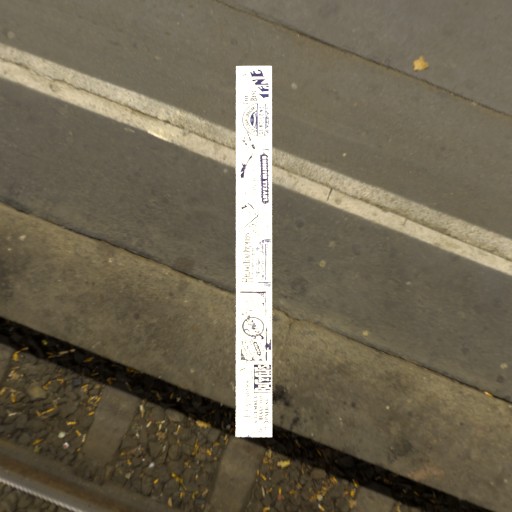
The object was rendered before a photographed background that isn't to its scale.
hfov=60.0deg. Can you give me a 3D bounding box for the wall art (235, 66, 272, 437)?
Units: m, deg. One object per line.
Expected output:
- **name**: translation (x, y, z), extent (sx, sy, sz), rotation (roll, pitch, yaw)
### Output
- **wall art**: translation (0.000, 0.000, 0.492), extent (0.025, 0.376, 0.255), rotation (0, 89, 0)
